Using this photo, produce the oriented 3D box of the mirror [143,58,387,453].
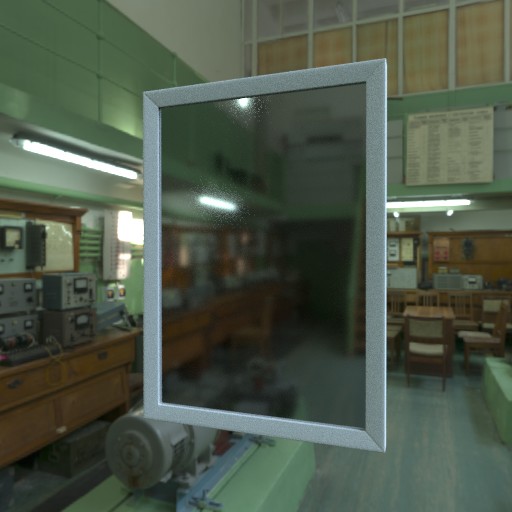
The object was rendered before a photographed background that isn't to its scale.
[{"bbox_3d":[0.000,0.000,0.899,0.507,0.710,0.040,0,1,19],"label":"mirror"}]
